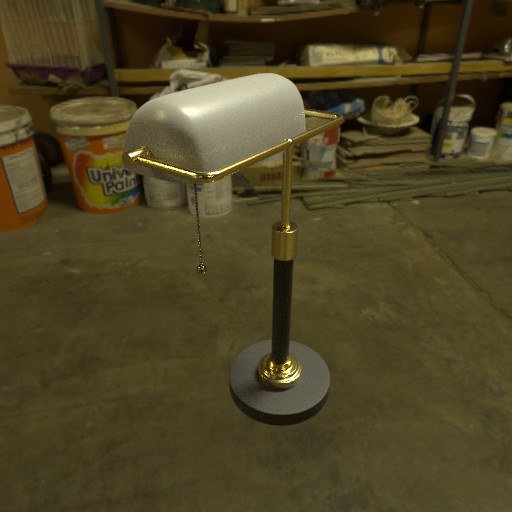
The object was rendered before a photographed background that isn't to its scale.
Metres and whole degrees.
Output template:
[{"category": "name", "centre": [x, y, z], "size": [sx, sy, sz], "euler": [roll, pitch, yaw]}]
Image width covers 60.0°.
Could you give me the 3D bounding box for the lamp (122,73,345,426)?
[{"category": "lamp", "centre": [0.000, 0.000, 0.557], "size": [0.227, 0.404, 0.269], "euler": [21, 37, 31]}]
